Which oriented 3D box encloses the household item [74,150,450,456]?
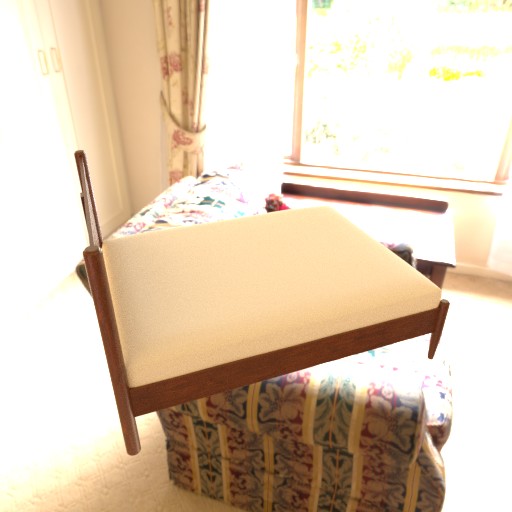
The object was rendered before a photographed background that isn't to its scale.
[{"bbox_3d":[0.000,0.000,3.257,2.232,1.356,1.663,-11,31,-18],"label":"household item"}]
